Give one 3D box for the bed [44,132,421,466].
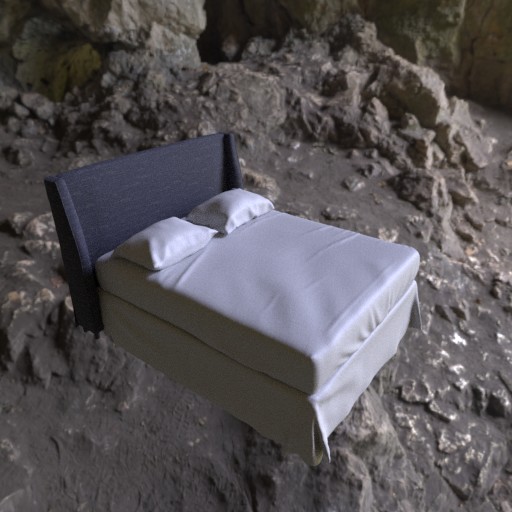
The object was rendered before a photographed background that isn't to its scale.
[{"bbox_3d":[0.000,0.000,3.415,2.276,1.332,1.925,19,33,32],"label":"bed"}]
